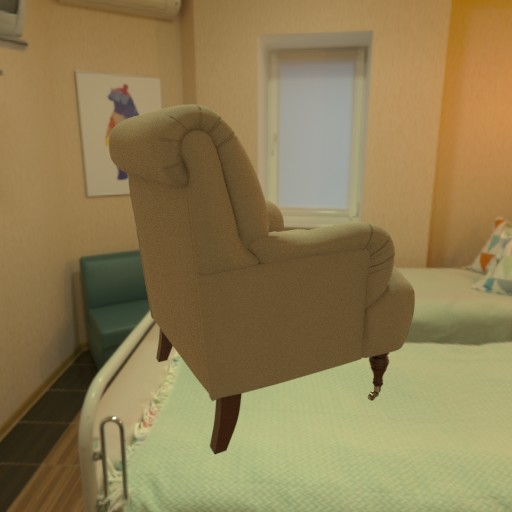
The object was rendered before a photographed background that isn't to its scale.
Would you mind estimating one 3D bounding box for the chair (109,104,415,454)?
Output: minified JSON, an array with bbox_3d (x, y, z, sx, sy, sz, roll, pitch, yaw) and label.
[{"bbox_3d":[0.000,0.000,1.543,0.842,0.942,0.766,-7,16,-26],"label":"chair"}]
